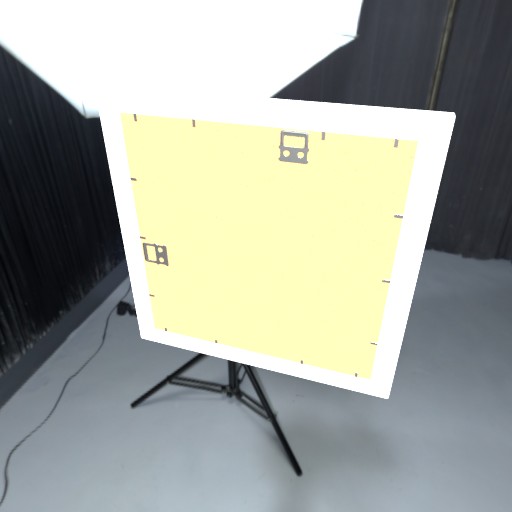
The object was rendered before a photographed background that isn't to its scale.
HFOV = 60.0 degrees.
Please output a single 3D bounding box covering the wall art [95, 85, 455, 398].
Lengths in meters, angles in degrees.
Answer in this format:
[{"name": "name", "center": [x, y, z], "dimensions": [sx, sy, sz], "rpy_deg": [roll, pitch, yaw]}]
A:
[{"name": "wall art", "center": [0.000, 0.000, 0.850], "dimensions": [0.584, 0.584, 0.013], "rpy_deg": [10, 34, 15]}]
